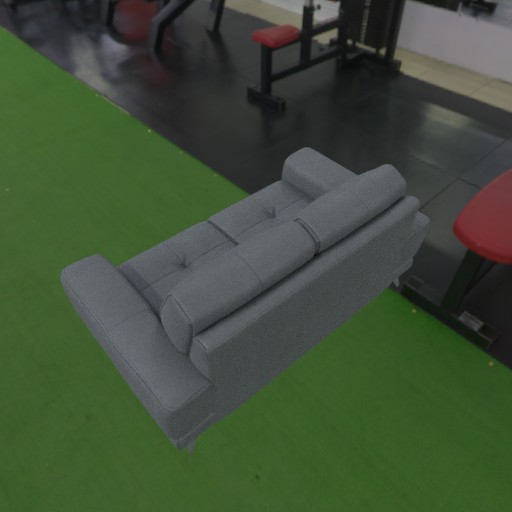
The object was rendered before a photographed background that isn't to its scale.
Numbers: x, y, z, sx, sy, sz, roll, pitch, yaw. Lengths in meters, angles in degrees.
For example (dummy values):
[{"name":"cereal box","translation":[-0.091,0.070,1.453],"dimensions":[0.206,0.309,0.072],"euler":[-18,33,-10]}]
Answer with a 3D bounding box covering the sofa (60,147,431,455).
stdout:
[{"name":"sofa","translation":[0.000,0.000,2.416],"dimensions":[1.806,0.907,1.018],"euler":[-32,54,-27]}]
